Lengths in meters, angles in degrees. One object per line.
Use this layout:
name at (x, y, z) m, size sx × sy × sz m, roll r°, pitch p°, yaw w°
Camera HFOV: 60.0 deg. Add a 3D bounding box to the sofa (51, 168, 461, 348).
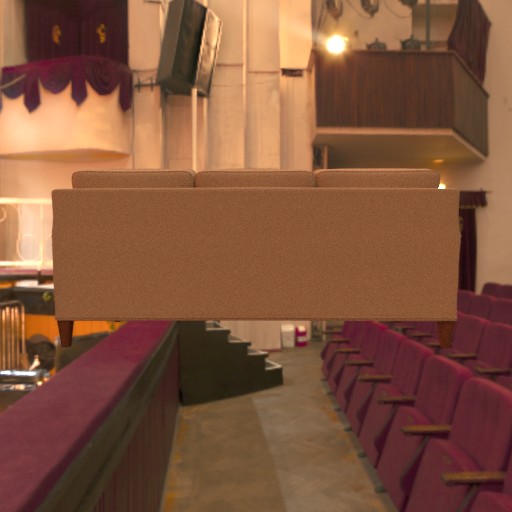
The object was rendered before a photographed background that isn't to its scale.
sofa at (0.000, 0.000, 2.865) m, size 2.246 × 1.003 × 1.084 m, roll 0°, pitch 0°, yaw 0°
